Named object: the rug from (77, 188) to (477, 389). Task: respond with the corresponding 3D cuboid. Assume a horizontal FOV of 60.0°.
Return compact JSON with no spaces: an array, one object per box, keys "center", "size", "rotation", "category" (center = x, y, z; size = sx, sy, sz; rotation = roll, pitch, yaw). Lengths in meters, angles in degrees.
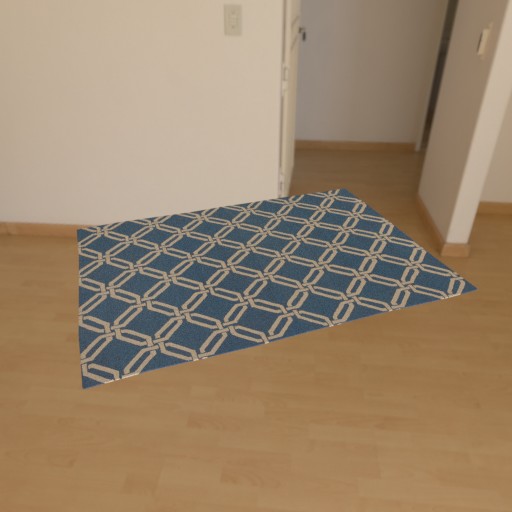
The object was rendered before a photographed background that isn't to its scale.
[{"center":[0.000,0.000,2.795],"size":[2.135,0.013,1.524],"rotation":[-11,34,-17],"category":"rug"}]
